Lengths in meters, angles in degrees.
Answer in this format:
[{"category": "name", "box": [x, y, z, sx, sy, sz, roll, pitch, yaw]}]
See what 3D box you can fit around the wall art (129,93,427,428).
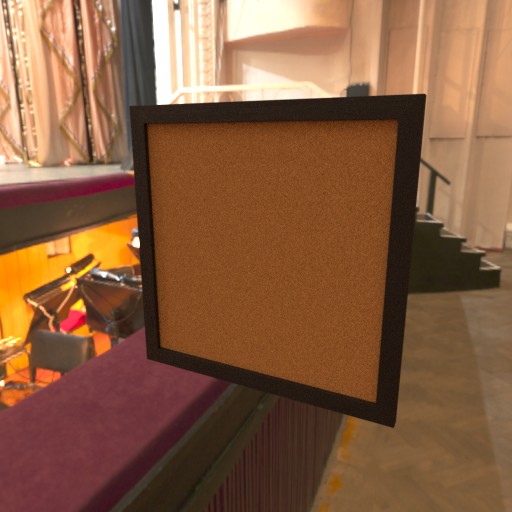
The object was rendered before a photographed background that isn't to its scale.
[{"category": "wall art", "box": [0.000, 0.000, 1.535, 1.016, 1.016, 0.038, 7, 17, 26]}]
